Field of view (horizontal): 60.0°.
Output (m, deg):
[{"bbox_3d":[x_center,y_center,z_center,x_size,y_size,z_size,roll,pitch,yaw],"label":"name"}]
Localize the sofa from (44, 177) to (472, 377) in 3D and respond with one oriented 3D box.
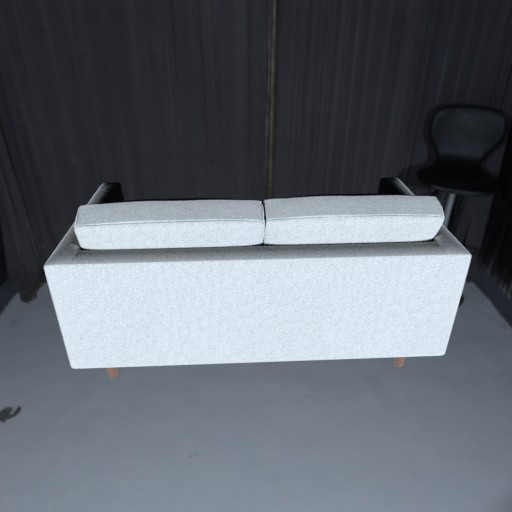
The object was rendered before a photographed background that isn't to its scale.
[{"bbox_3d":[0.000,0.000,2.340,1.731,0.900,1.000,-1,30,-3],"label":"sofa"}]
